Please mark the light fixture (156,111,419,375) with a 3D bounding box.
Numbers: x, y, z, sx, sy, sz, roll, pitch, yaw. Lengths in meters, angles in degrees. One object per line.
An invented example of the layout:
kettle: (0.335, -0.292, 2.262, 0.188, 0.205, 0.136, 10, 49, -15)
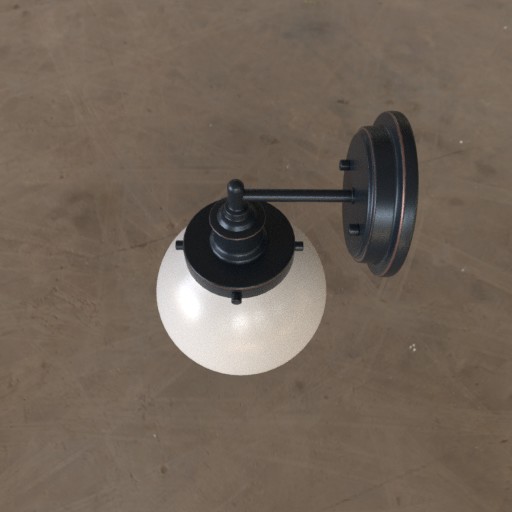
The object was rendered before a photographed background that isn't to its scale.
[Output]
light fixture: (0.000, 0.000, 0.462, 0.230, 0.332, 0.197, 0, 57, 0)
